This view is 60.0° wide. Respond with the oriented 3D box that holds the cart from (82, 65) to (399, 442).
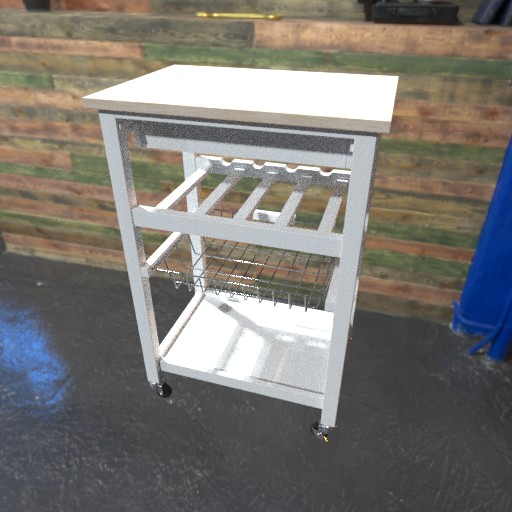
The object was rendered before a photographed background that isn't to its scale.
[{"bbox_3d":[0.000,0.000,1.174,0.578,0.857,0.406,9,33,14],"label":"cart"}]
